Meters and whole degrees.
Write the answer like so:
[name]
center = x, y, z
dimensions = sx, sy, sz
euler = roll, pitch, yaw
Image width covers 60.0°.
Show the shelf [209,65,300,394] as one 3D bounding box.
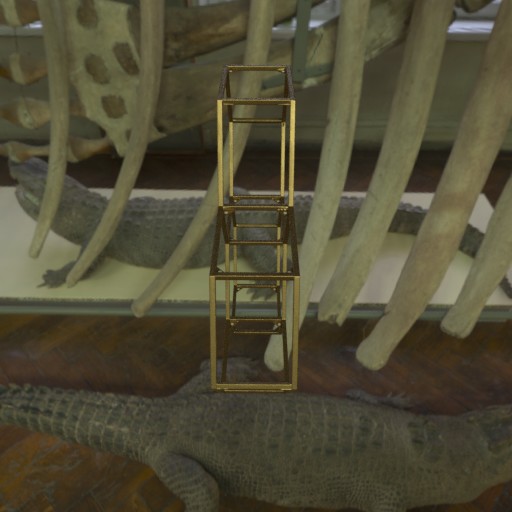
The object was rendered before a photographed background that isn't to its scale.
[shelf]
center = 0.000, 0.000, 1.037
dimensions = 0.150, 0.701, 0.708
euler = 0, 41, 0
